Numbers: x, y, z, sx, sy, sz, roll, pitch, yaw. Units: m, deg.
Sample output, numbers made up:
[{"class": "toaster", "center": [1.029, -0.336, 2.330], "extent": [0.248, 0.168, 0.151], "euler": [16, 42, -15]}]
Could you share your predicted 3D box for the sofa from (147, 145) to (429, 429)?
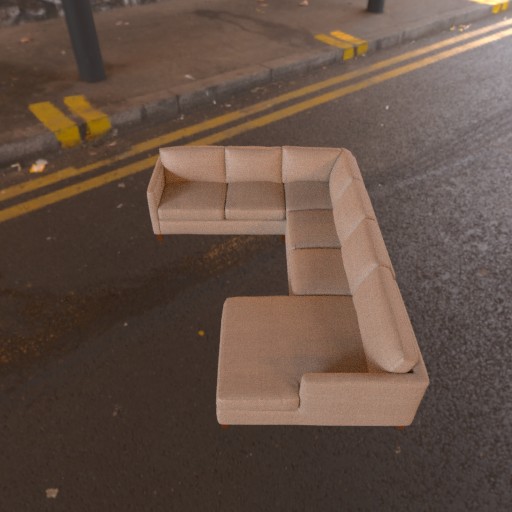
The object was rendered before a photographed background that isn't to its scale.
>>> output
[{"class": "sofa", "center": [0.000, 0.000, 4.671], "extent": [2.594, 0.961, 3.460], "euler": [0, 41, 0]}]
